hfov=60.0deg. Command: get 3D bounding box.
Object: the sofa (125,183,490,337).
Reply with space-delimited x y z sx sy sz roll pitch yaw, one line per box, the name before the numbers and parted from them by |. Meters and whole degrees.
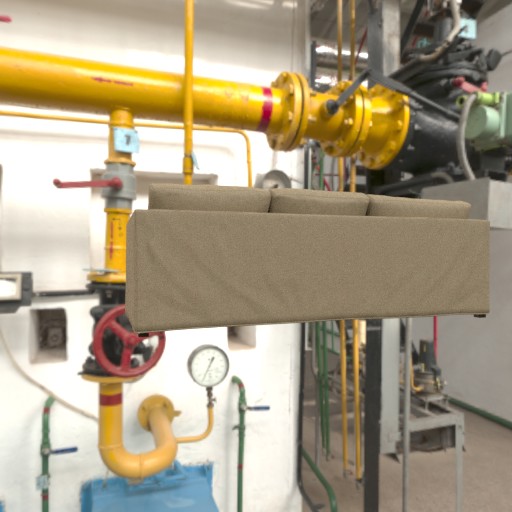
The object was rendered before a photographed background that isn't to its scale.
sofa | 0.000 0.000 4.214 2.432 0.871 3.182 0 0 -18
